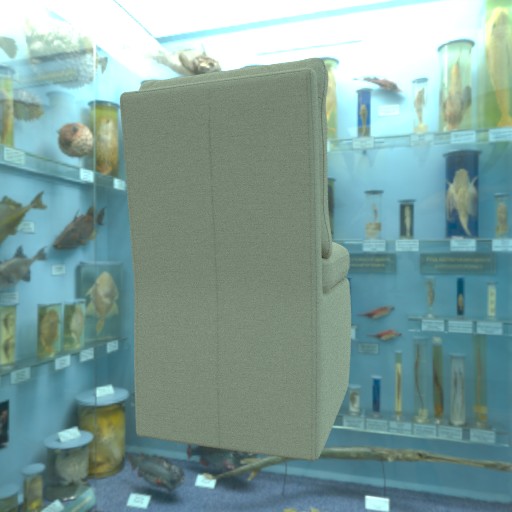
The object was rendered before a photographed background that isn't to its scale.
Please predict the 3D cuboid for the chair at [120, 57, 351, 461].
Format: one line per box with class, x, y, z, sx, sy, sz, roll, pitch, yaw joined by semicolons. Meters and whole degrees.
chair;0.000;0.000;1.319;0.503;0.927;0.698;0;0;18
